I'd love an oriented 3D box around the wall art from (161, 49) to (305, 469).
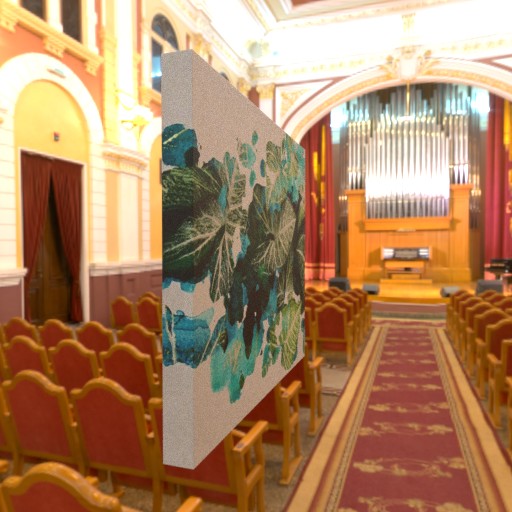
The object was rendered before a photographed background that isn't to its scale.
[{"bbox_3d":[0.000,0.000,0.703,0.041,0.435,0.507,0,1,19],"label":"wall art"}]
